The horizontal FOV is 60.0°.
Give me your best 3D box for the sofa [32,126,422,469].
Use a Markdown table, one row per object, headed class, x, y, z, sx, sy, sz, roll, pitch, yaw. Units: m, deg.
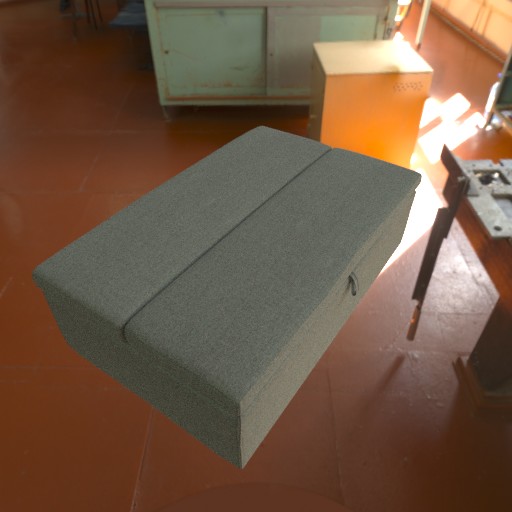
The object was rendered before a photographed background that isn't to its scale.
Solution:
| class | x | y | z | sx | sy | sz | roll | pitch | yaw |
| --- | --- | --- | --- | --- | --- | --- | --- | --- | --- |
| sofa | 0.000 | 0.000 | 1.665 | 0.817 | 0.434 | 1.250 | 25 | 47 | 25 |
